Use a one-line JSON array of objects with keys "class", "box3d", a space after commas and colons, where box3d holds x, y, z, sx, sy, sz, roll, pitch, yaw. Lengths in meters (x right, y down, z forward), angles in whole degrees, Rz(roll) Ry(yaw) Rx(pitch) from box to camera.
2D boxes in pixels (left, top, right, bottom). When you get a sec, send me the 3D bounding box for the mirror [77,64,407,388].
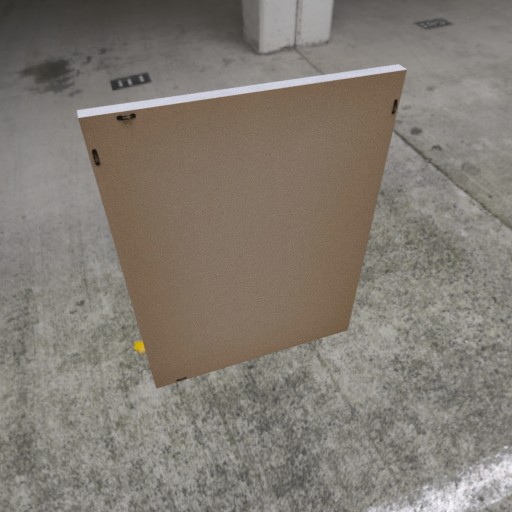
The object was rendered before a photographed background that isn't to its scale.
[{"class": "mirror", "box3d": [0.000, 0.000, 1.330, 0.762, 1.016, 0.041, -14, 45, -14]}]
